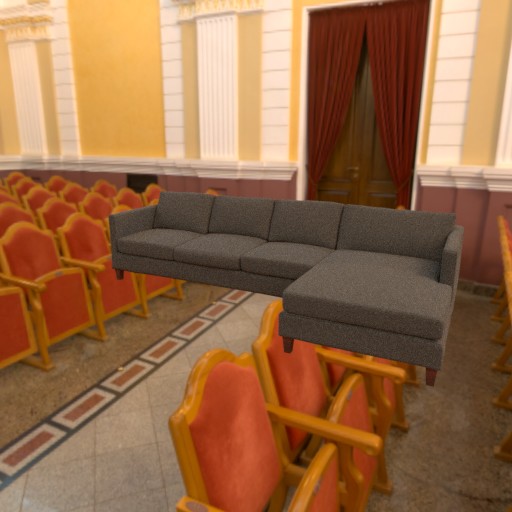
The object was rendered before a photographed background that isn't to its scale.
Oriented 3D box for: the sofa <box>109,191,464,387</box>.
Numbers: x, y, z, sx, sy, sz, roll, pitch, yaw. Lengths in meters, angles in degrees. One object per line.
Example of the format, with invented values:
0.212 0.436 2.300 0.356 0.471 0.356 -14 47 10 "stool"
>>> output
0.000 0.000 3.843 3.186 0.846 1.625 8 17 26 "sofa"
